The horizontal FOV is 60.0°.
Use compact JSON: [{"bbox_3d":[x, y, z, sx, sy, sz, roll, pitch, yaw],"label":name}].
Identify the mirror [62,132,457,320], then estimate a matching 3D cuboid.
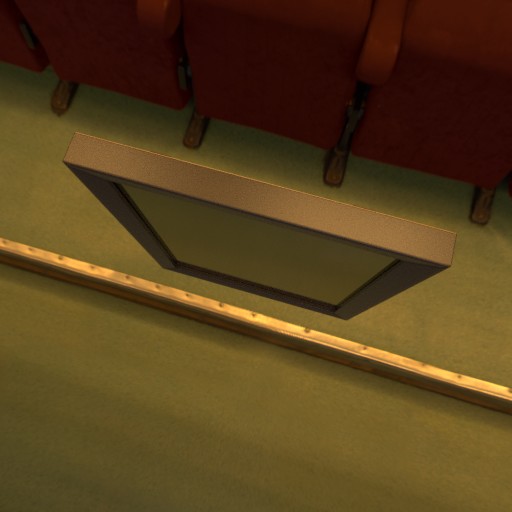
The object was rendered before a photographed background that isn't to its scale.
[{"bbox_3d":[0.000,0.000,0.695,0.405,0.508,0.041,16,76,4],"label":"mirror"}]
